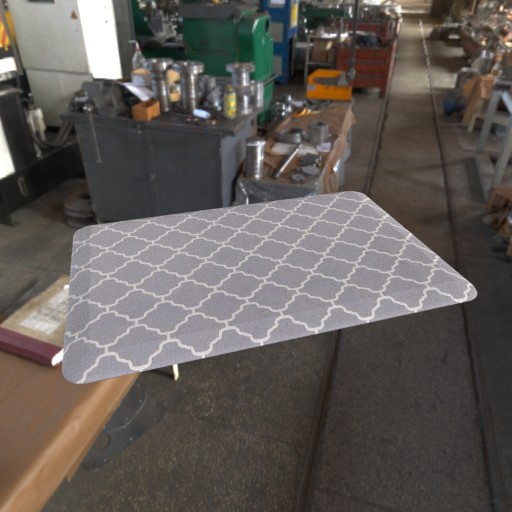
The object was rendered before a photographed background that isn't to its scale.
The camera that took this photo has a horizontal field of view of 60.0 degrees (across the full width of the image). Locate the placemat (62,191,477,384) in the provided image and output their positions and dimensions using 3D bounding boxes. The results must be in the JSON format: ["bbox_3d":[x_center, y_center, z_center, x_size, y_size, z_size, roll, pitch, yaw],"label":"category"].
[{"bbox_3d":[0.000,0.000,0.953,0.762,0.021,0.508,-9,34,-14],"label":"placemat"}]
